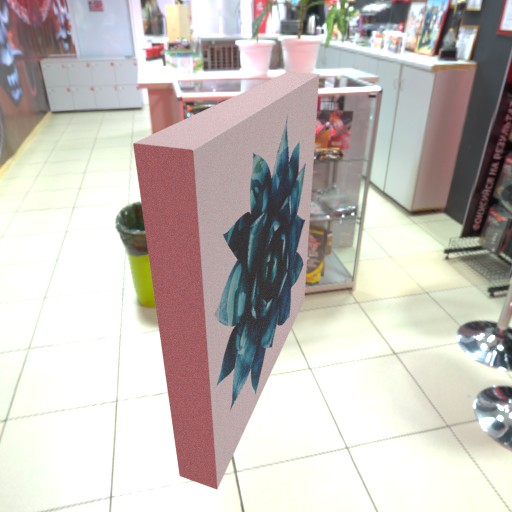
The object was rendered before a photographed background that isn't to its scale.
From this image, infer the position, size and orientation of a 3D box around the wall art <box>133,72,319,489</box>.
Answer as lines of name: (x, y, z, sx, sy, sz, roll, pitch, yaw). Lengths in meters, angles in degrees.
wall art: (0.000, 0.000, 0.445, 0.038, 0.305, 0.305, 10, 32, 17)
